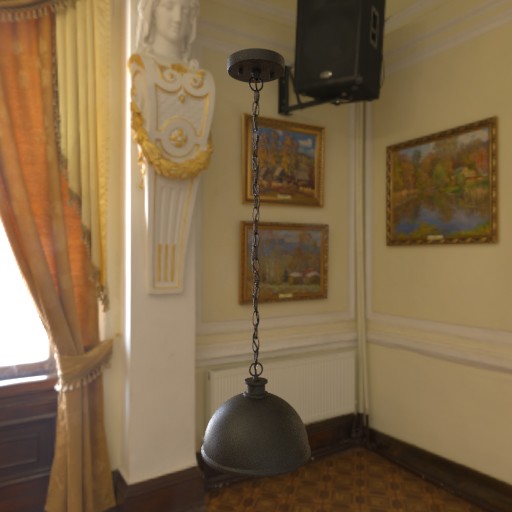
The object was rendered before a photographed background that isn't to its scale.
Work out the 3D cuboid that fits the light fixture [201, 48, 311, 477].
[{"bbox_3d":[0.000,0.000,1.241,0.304,1.090,0.304,0,0,-19],"label":"light fixture"}]
